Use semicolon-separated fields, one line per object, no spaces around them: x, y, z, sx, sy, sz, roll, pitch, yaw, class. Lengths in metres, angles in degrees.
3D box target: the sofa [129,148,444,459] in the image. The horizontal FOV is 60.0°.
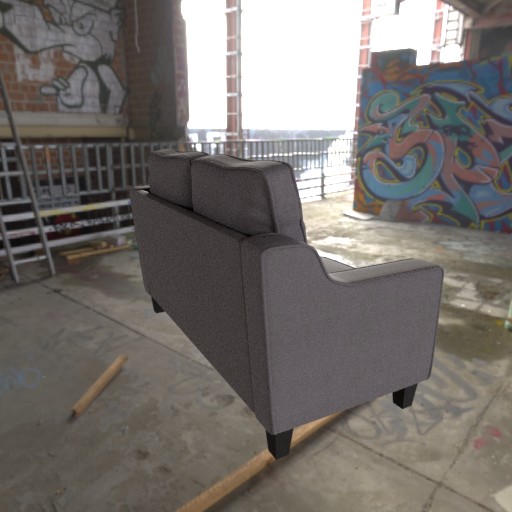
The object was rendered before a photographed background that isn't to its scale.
0.000;0.000;2.060;0.791;0.948;1.500;-8;18;-27;sofa
